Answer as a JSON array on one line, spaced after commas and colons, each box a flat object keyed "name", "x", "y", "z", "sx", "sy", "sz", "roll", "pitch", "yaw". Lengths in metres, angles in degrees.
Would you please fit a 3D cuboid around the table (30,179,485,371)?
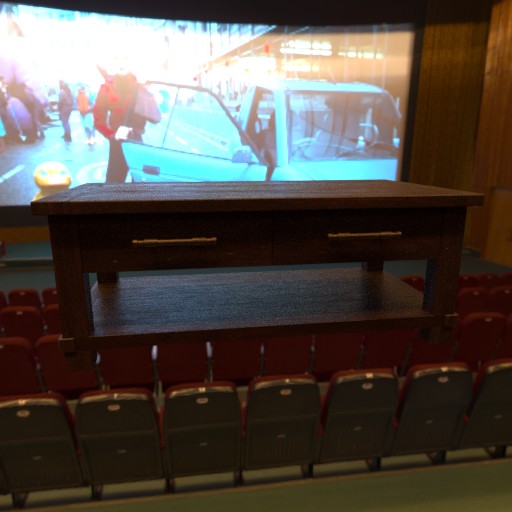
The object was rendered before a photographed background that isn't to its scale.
[{"name": "table", "x": 0.000, "y": 0.000, "z": 1.606, "sx": 1.270, "sy": 0.494, "sz": 0.700, "roll": -2, "pitch": 14, "yaw": -9}]
